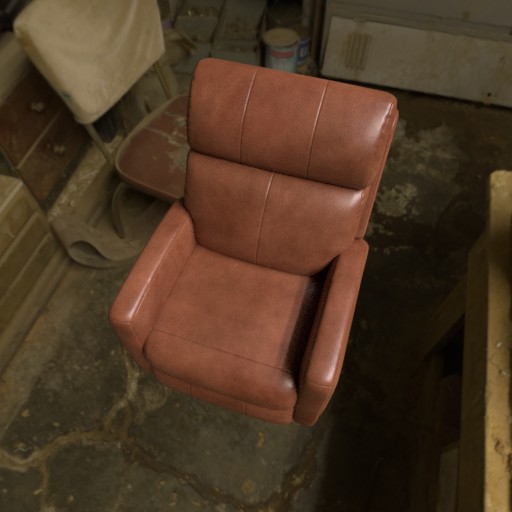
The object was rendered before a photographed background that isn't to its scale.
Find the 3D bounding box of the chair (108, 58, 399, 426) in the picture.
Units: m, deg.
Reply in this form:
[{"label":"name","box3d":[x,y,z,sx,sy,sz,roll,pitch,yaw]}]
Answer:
[{"label":"chair","box3d":[0.000,0.000,1.647,0.787,1.016,0.939,15,57,10]}]
